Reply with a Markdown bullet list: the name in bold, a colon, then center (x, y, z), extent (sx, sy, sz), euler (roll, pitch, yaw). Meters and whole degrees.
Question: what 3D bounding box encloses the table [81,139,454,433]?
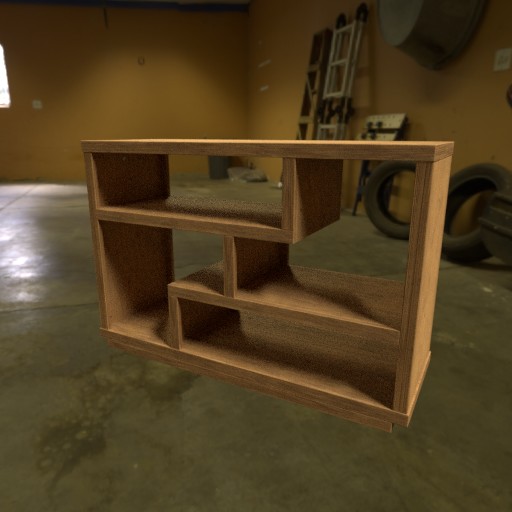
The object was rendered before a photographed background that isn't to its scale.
- **table**: center (0.000, 0.000, 1.536), extent (1.151, 0.771, 0.410), euler (8, 18, 27)
